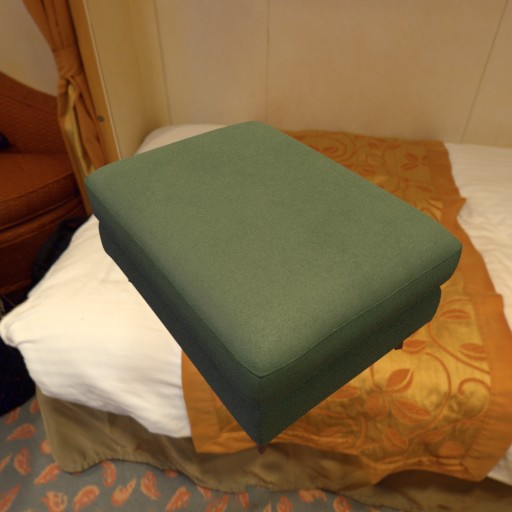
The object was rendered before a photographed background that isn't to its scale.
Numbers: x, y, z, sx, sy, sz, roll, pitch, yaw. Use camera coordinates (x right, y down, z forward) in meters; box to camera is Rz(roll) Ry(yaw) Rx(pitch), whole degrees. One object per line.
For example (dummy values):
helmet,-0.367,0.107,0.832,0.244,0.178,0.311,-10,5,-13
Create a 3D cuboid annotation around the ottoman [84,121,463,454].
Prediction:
ottoman,0.000,0.000,1.186,0.608,0.449,0.811,-26,48,-27
